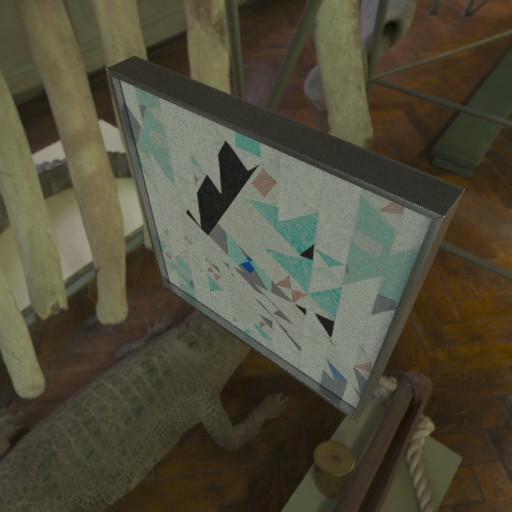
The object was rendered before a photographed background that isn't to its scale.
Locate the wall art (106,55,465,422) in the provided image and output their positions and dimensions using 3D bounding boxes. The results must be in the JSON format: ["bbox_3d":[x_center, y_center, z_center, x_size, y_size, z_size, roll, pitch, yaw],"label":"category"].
[{"bbox_3d":[0.000,0.000,0.508,0.350,0.350,0.038,30,55,24],"label":"wall art"}]
